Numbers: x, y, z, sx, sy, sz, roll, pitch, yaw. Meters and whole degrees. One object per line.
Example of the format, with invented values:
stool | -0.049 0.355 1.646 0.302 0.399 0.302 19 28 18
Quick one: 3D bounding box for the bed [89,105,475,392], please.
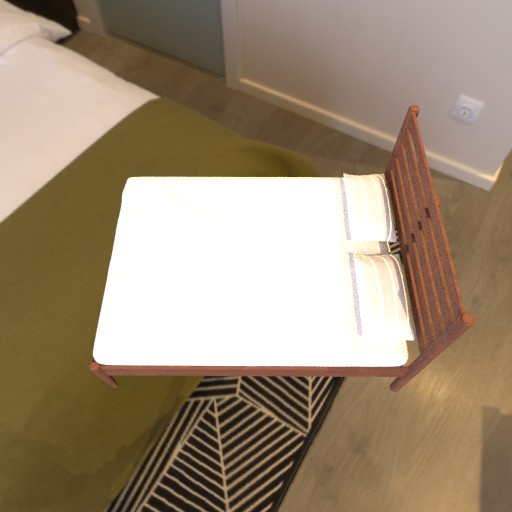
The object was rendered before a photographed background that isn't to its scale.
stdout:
bed | 0.000 0.000 3.031 2.093 1.304 1.509 0 59 0
